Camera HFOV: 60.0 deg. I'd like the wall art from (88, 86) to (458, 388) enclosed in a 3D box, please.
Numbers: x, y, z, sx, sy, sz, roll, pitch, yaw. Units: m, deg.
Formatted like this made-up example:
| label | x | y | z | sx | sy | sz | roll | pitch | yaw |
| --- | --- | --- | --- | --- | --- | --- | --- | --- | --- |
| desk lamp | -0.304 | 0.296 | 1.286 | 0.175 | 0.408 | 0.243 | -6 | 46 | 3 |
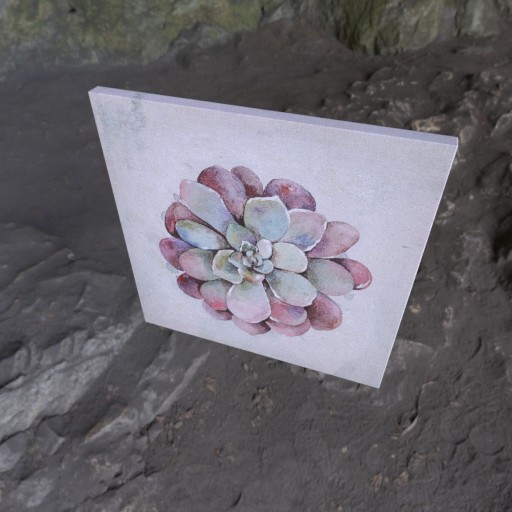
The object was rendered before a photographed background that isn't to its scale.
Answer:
| label | x | y | z | sx | sy | sz | roll | pitch | yaw |
| --- | --- | --- | --- | --- | --- | --- | --- | --- | --- |
| wall art | 0.000 | 0.000 | 1.134 | 0.762 | 0.762 | 0.041 | 13 | 43 | 14 |
